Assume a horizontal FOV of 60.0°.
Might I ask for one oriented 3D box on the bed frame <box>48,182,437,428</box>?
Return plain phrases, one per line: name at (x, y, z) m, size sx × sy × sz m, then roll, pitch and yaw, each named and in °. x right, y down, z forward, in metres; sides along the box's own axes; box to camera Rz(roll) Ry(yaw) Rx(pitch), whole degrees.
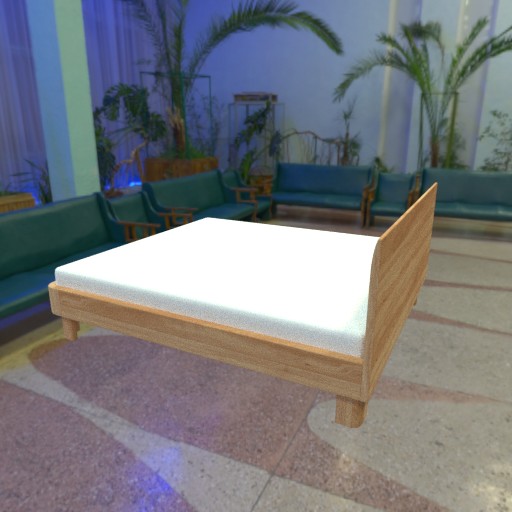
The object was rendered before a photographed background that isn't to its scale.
bed frame at (0.000, 0.000, 3.128) m, size 2.092 × 0.940 × 1.872 m, roll 9°, pitch 19°, yaw 26°
